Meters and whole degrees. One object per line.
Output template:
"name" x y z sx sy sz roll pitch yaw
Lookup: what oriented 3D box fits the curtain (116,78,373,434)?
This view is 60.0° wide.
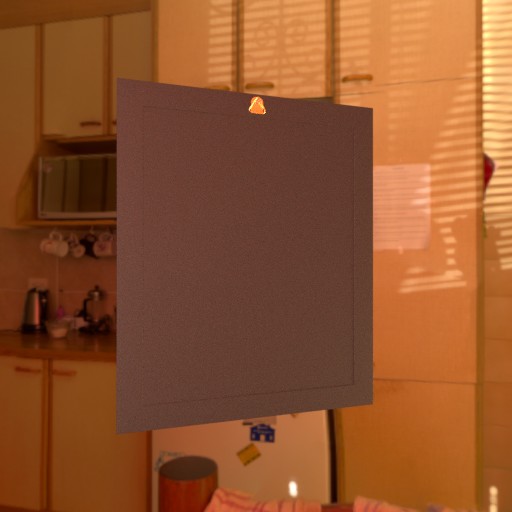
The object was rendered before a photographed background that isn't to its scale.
"curtain" 0.000 0.000 0.806 0.483 0.585 0.027 0 0 -18
